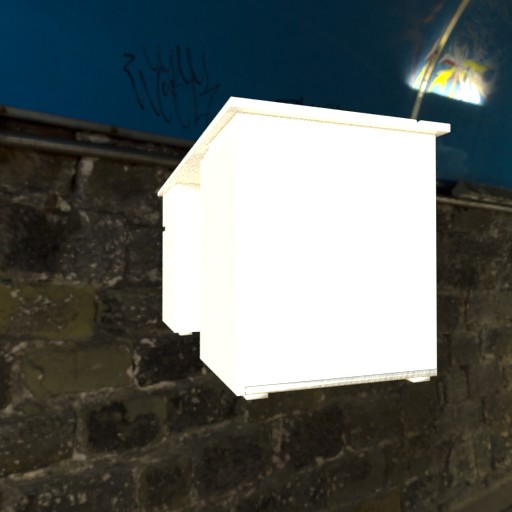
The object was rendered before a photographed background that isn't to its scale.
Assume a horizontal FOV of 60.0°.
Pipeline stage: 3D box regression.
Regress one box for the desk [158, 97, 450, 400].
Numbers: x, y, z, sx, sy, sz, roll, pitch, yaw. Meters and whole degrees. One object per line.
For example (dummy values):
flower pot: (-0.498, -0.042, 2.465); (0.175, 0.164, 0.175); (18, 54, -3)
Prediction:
desk: (0.000, 0.000, 1.939); (0.670, 0.760, 1.580); (0, -1, -19)
